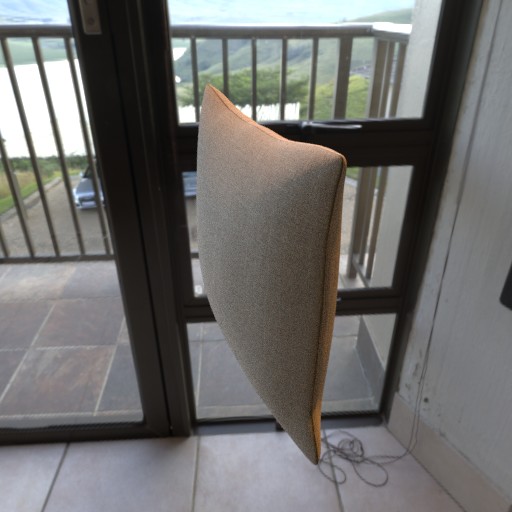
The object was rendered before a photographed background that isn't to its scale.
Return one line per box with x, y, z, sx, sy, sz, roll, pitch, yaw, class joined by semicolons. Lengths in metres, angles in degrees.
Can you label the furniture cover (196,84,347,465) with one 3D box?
0.000;0.000;0.786;0.178;0.506;0.512;-11;32;-19;furniture cover
